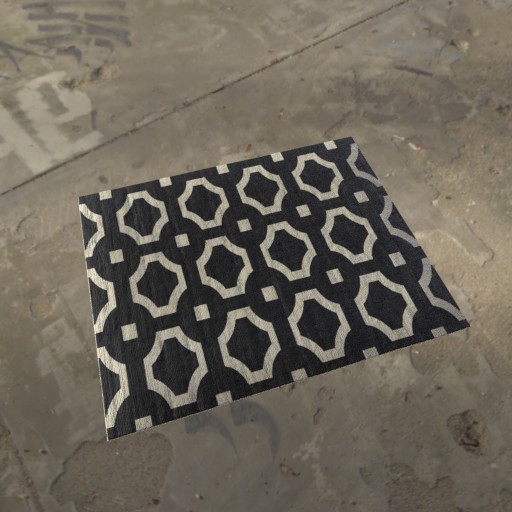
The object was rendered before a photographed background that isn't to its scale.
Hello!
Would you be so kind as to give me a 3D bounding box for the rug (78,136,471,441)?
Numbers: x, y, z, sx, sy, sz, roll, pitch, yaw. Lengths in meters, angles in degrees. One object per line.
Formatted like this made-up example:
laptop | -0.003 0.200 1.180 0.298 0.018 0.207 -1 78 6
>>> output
rug | 0.000 0.000 4.142 3.049 0.021 2.466 -15 58 -9
